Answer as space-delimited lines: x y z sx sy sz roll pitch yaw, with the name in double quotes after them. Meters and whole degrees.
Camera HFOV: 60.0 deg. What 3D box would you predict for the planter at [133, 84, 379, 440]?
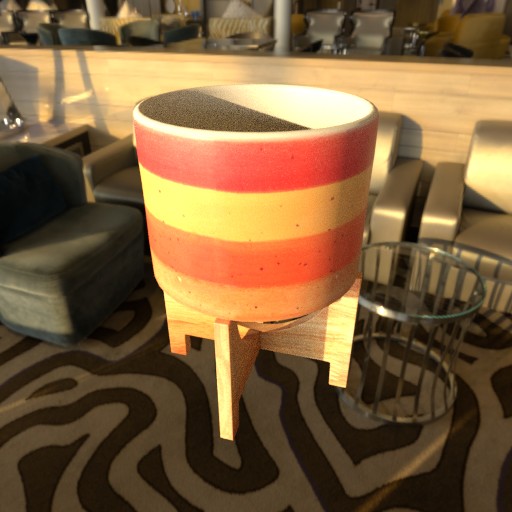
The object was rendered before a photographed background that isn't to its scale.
0.000 0.000 0.569 0.269 0.379 0.269 0 30 0 "planter"
